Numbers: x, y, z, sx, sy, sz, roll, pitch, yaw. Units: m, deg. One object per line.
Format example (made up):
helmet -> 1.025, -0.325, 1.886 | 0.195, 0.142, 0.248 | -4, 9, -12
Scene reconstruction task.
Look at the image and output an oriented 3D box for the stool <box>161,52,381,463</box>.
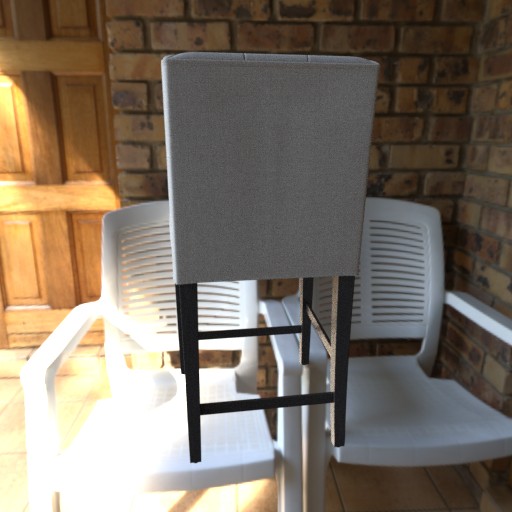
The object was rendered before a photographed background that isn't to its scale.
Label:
stool -> 0.000, 0.000, 1.210 | 0.474, 0.939, 0.509 | -2, 15, -9
